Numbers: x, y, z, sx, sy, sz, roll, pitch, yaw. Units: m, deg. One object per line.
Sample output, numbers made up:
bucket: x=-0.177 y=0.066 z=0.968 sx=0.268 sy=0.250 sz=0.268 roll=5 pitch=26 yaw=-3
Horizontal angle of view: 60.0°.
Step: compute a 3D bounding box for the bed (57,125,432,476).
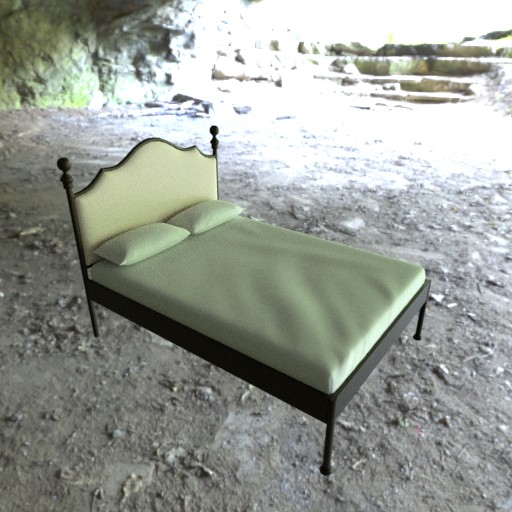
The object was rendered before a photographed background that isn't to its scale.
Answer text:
bed: x=0.000 y=0.000 z=3.334 sx=2.224 sy=1.499 sz=1.642 roll=18 pitch=32 yaw=32
